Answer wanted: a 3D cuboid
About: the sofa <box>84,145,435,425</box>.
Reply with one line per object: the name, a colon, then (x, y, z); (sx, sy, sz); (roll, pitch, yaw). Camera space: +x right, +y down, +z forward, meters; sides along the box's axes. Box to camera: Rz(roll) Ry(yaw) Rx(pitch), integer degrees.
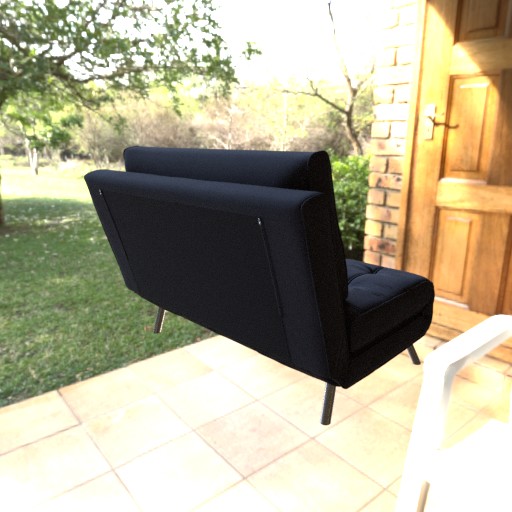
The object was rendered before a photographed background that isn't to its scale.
sofa: (0.000, 0.000, 1.891); (1.220, 0.910, 0.910); (14, 21, 43)
